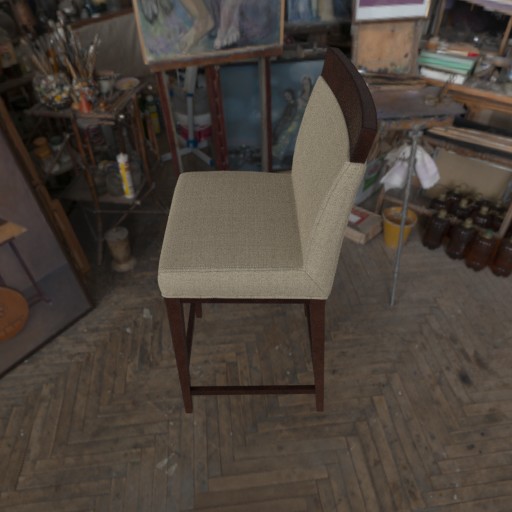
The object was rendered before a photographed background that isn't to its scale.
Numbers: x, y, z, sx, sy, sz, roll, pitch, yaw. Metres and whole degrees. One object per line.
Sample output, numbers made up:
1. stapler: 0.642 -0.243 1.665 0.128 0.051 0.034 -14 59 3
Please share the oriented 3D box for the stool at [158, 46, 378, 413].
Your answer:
1. stool: 0.000 0.000 1.285 0.480 1.011 0.463 -1 42 -1
